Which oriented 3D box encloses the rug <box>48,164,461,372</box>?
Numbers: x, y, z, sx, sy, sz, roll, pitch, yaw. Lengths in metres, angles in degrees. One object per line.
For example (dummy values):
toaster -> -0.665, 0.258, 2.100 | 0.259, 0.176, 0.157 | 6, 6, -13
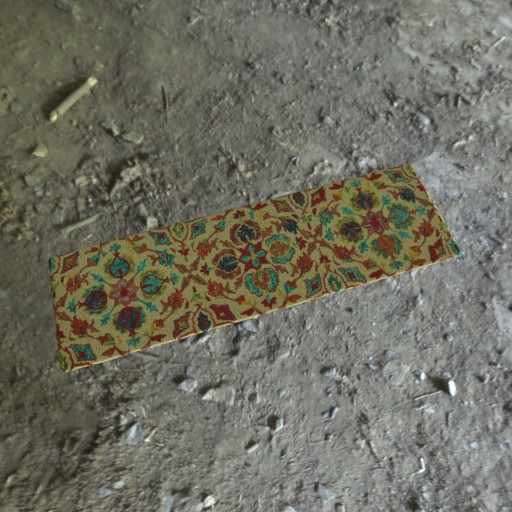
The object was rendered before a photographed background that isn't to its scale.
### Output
rug -> 0.000, 0.000, 2.534 | 2.273, 0.016, 0.693 | -15, 64, -8
